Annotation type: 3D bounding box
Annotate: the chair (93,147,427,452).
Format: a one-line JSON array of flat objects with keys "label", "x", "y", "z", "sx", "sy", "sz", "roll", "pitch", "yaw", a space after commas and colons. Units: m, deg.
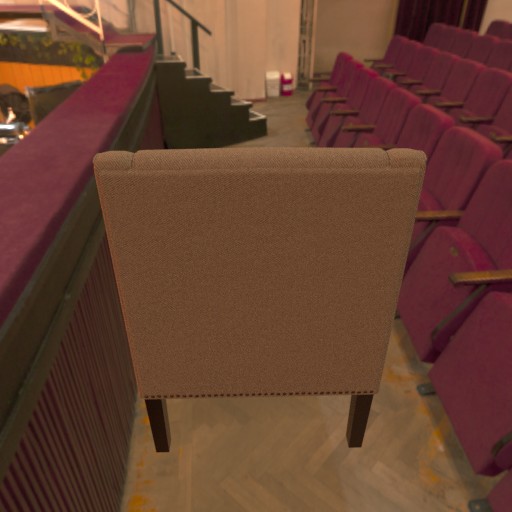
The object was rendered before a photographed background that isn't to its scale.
[{"label": "chair", "x": 0.000, "y": 0.000, "z": 1.339, "sx": 0.628, "sy": 0.872, "sz": 0.748, "roll": -1, "pitch": 32, "yaw": -1}]
